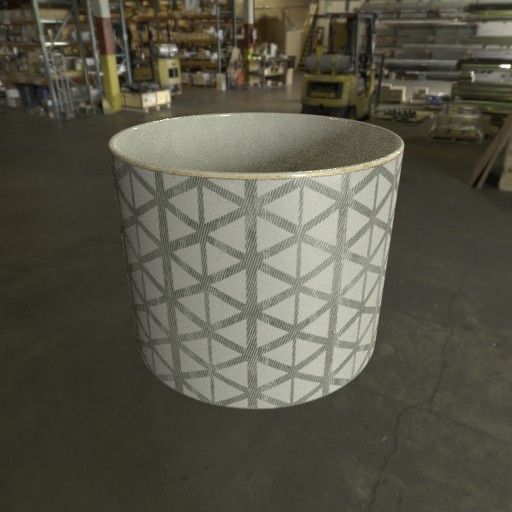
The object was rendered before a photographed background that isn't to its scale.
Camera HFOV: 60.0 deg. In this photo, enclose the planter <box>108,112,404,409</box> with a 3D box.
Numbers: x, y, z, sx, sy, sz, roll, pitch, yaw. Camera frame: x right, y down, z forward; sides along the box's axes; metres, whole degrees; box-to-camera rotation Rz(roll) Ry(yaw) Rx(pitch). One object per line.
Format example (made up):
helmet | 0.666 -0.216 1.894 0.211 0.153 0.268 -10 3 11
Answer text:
planter | 0.000 0.000 0.336 0.190 0.181 0.190 0 26 0
